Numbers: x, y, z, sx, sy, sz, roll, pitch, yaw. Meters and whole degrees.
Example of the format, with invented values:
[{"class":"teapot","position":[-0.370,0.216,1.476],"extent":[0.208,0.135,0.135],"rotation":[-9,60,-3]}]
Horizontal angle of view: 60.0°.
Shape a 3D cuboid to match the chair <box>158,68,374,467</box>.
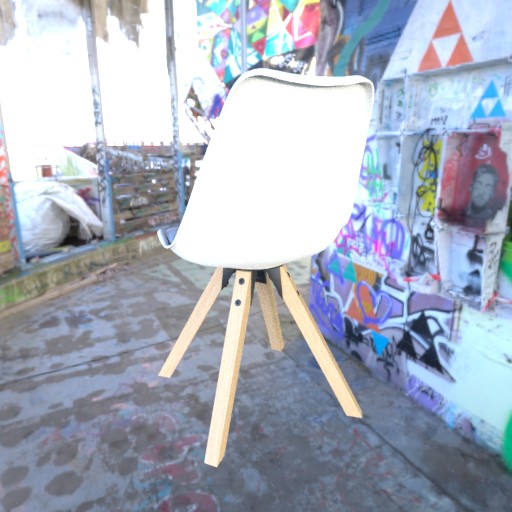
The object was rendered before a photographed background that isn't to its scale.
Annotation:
[{"class":"chair","position":[0.000,0.000,1.175],"extent":[0.485,0.850,0.550],"rotation":[-7,17,-25]}]
